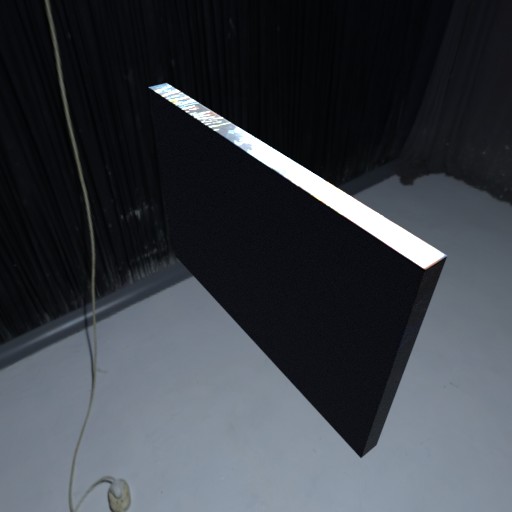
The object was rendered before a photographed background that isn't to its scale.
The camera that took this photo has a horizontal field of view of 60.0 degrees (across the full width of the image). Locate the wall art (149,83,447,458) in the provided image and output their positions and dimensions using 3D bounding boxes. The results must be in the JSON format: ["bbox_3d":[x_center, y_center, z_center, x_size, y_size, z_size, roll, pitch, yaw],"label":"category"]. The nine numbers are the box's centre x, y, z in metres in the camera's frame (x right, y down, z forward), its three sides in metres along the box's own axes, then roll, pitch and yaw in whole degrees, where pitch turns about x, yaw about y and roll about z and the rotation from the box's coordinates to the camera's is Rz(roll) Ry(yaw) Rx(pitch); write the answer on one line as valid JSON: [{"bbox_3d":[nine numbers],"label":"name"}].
[{"bbox_3d":[0.000,0.000,0.764,0.037,0.406,0.610,-26,47,-27],"label":"wall art"}]
